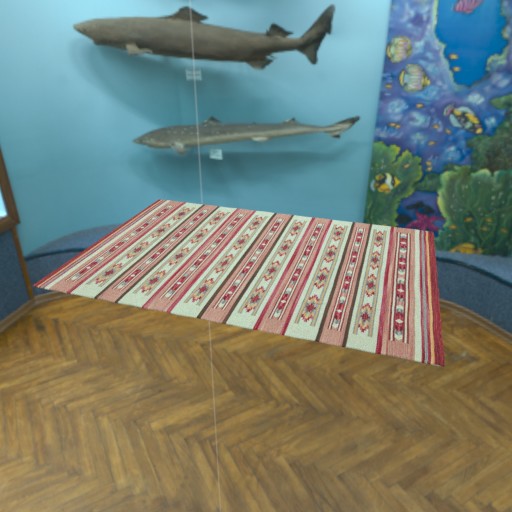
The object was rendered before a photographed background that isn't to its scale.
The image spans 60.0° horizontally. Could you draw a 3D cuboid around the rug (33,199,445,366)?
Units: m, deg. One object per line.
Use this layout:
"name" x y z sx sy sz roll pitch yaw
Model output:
"rug" 0.000 0.000 2.354 1.817 0.008 1.223 8 29 16
